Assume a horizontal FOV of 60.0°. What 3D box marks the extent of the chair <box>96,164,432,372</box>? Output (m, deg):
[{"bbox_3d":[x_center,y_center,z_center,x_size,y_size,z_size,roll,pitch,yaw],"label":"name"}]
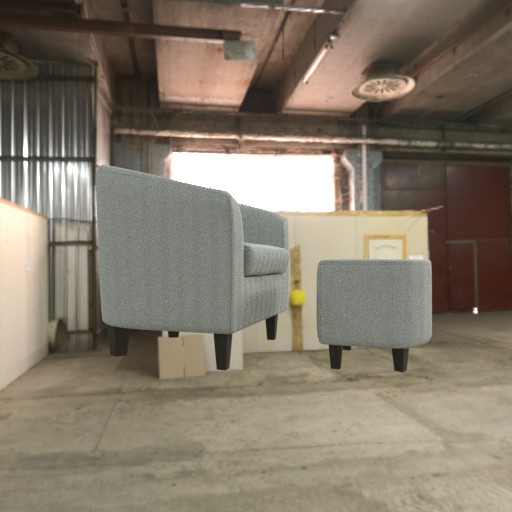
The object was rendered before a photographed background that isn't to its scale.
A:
[{"bbox_3d":[0.000,0.000,1.746,1.288,0.757,0.756,0,-1,18],"label":"chair"}]
